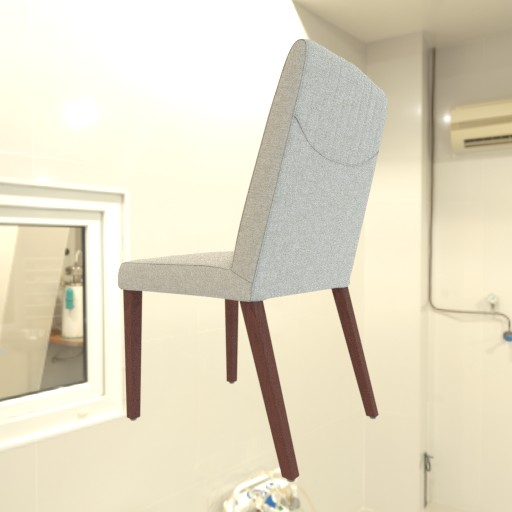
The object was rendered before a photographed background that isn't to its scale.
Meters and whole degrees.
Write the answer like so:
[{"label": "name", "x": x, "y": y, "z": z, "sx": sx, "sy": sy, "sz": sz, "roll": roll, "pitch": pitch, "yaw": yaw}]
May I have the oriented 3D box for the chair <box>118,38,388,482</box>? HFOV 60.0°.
[{"label": "chair", "x": 0.000, "y": 0.000, "z": 1.211, "sx": 0.594, "sy": 0.900, "sz": 0.480, "roll": 1, "pitch": 2, "yaw": 38}]
